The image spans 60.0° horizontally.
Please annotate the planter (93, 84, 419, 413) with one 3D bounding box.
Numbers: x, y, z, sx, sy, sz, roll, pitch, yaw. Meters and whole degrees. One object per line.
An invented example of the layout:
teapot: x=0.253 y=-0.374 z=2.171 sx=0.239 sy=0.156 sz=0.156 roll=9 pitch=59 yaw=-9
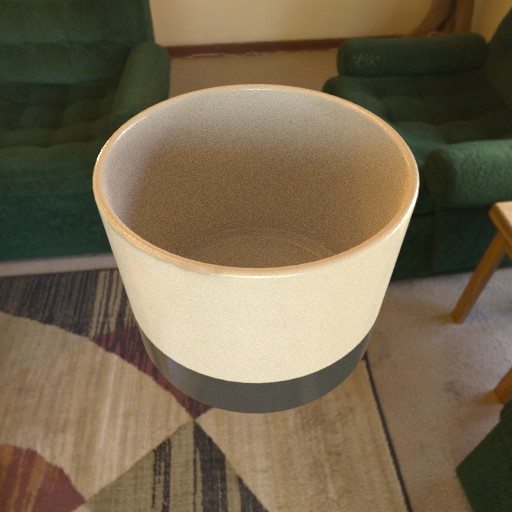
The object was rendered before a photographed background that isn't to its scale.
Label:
planter: x=0.000 y=0.000 z=0.333 sx=0.193 sy=0.177 sz=0.193 roll=0 pitch=46 yaw=0
